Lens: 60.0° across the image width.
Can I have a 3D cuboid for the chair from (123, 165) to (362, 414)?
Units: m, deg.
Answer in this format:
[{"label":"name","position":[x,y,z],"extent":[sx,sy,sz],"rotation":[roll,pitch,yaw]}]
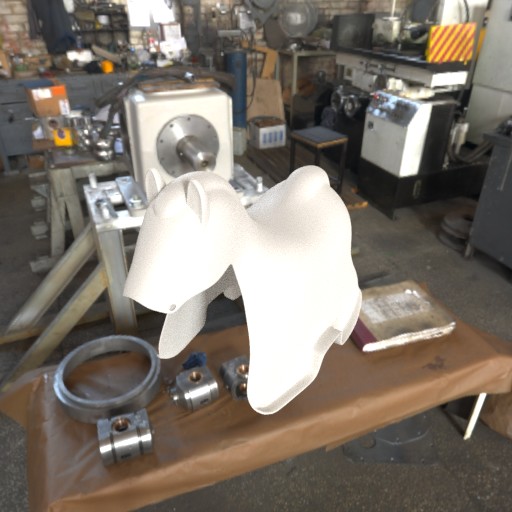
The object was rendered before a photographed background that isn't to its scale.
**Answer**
[{"label":"chair","position":[0.000,0.000,1.137],"extent":[0.429,0.612,0.800],"rotation":[19,36,29]}]
